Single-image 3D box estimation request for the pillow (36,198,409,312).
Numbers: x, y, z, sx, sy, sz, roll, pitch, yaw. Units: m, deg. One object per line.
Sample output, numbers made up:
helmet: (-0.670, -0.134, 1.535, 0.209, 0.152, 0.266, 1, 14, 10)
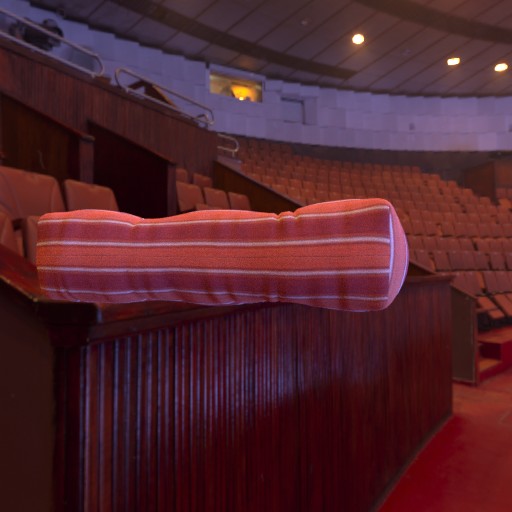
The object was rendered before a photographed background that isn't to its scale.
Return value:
pillow: (0.000, 0.000, 0.720, 0.468, 0.133, 0.490, 0, -1, 19)
